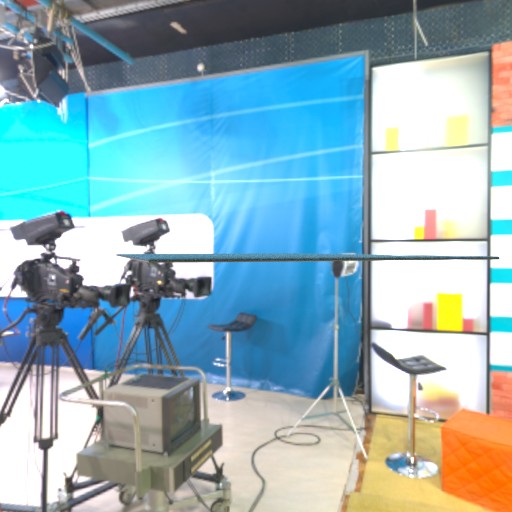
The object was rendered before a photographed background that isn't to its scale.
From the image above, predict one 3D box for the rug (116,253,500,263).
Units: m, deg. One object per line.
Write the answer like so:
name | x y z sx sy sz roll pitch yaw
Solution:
rug | 0.000 0.000 2.726 1.543 0.015 2.144 0 1 -20
